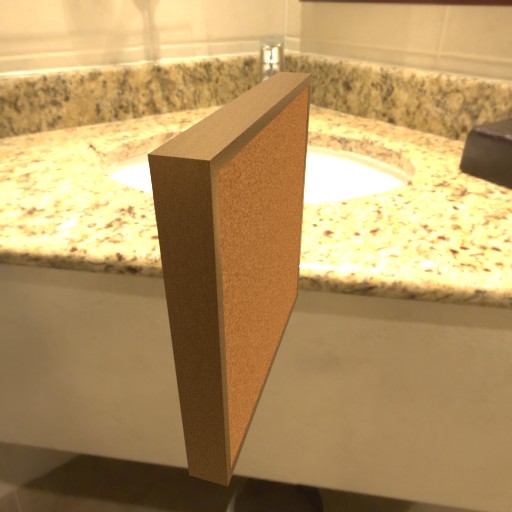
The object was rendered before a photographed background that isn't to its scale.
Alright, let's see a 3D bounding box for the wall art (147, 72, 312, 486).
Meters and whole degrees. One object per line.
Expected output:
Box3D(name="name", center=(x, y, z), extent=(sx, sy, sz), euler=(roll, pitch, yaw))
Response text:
Box3D(name="wall art", center=(0.000, 0.000, 0.451), extent=(0.038, 0.305, 0.304), euler=(9, 32, 14))
